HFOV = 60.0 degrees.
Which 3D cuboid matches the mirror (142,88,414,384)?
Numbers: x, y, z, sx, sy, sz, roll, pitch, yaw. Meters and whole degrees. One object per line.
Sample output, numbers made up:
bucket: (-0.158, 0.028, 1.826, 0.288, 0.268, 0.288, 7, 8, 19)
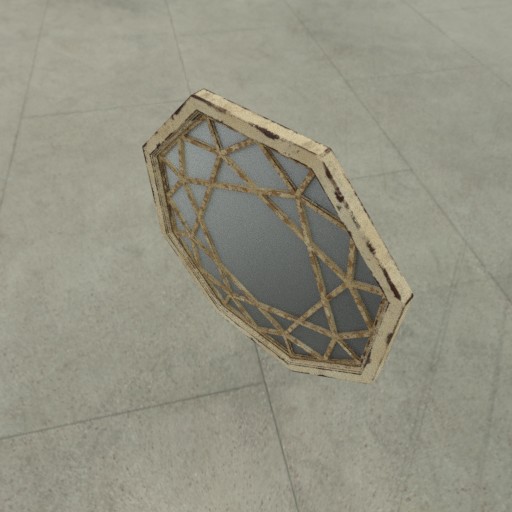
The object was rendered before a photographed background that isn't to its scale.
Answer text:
mirror: (0.000, 0.000, 0.941, 0.648, 0.648, 0.031, 34, 56, 26)
